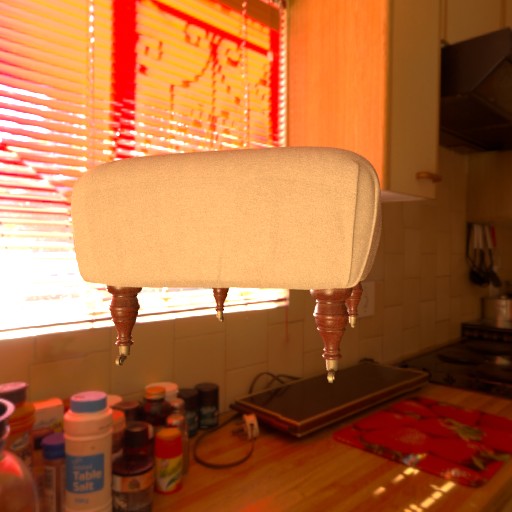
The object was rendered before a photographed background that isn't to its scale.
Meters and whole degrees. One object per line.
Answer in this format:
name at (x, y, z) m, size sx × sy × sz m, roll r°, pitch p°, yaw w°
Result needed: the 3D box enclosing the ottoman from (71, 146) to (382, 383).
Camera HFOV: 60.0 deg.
ottoman at (0.000, 0.000, 1.142) m, size 0.622 × 0.450 × 0.746 m, roll 0°, pitch 0°, yaw 16°
